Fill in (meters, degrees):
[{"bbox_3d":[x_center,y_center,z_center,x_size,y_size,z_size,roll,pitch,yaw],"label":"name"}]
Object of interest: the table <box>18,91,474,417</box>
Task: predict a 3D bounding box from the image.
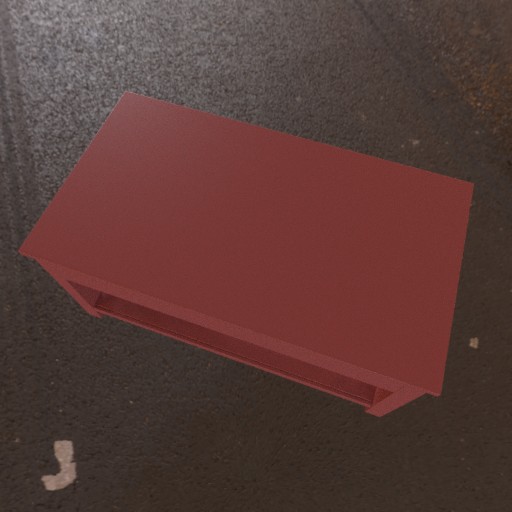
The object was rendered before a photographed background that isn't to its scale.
[{"bbox_3d":[0.000,0.000,1.396,1.068,0.493,0.612,17,64,9],"label":"table"}]
